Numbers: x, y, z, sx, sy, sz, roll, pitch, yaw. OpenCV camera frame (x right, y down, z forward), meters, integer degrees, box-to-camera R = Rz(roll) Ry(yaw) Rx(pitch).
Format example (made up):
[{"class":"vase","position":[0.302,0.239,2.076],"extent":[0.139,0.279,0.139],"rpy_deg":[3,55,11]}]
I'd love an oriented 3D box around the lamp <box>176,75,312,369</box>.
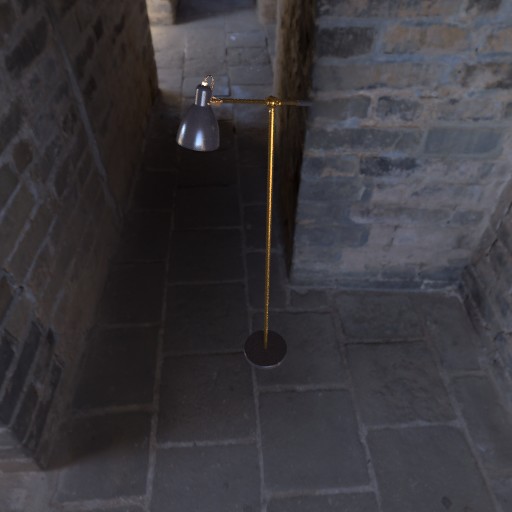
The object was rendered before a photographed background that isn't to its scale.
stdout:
[{"class":"lamp","position":[0.000,0.000,1.813],"extent":[0.235,1.628,0.618],"rpy_deg":[30,53,26]}]
